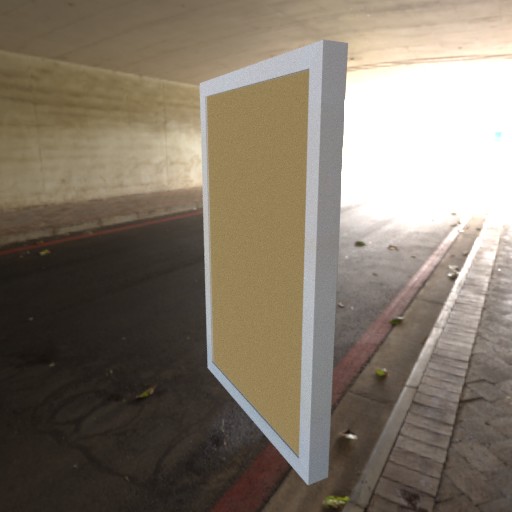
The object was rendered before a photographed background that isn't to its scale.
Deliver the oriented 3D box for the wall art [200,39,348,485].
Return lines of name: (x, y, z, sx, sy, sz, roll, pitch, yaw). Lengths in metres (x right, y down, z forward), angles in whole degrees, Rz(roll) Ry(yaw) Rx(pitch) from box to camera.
wall art: (0.000, 0.000, 0.771, 0.038, 0.611, 0.408, -7, 15, -27)
